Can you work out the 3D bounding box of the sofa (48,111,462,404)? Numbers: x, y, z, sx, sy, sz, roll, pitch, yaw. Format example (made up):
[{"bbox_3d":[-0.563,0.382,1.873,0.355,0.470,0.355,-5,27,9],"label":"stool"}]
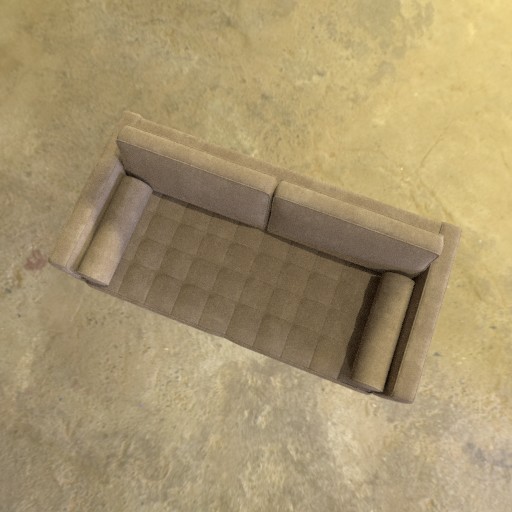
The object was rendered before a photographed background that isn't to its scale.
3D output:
[{"bbox_3d":[0.000,0.000,2.335,1.883,0.769,0.920,20,77,5],"label":"sofa"}]
